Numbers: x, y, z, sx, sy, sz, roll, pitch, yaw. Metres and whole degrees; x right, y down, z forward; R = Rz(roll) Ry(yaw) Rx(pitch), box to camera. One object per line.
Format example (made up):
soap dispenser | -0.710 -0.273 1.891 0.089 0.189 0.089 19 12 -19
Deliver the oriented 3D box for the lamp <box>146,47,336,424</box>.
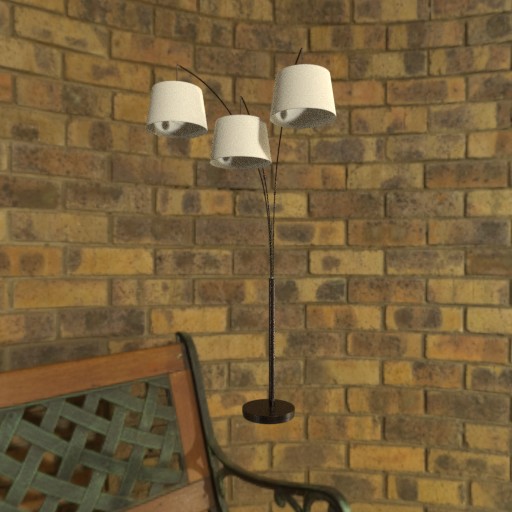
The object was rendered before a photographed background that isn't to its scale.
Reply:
lamp | 0.000 0.000 2.442 0.951 1.950 0.924 0 0 18
